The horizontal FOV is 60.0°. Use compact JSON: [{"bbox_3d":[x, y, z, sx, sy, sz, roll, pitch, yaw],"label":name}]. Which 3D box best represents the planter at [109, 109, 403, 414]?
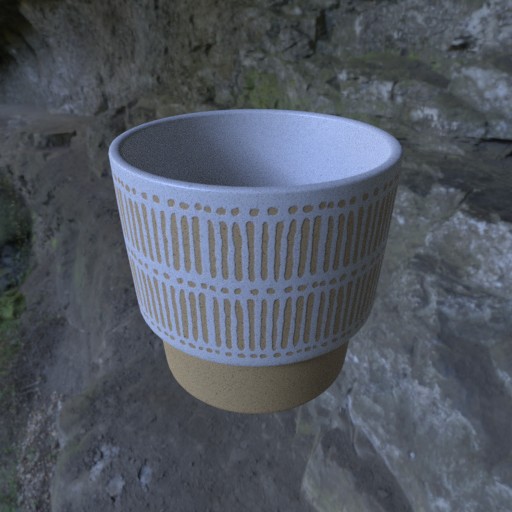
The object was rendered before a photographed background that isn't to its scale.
[{"bbox_3d":[0.000,0.000,0.569,0.317,0.303,0.317,0,30,0],"label":"planter"}]
